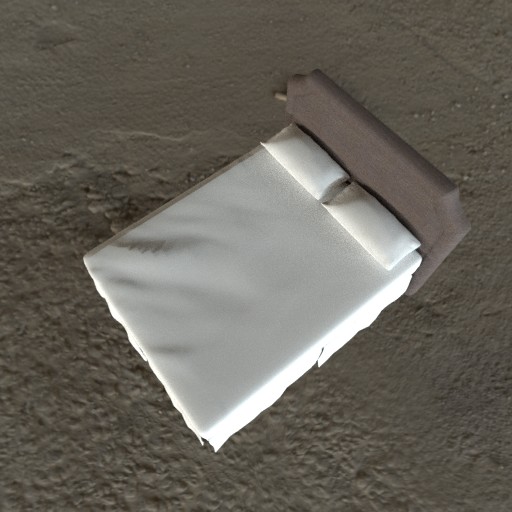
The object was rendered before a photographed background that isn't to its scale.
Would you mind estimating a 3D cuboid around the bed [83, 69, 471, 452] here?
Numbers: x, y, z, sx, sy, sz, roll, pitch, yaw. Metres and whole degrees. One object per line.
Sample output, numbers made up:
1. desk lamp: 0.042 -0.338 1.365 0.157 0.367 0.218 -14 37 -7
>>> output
1. bed: 0.000 0.000 3.143 2.116 1.290 1.693 -35 69 -16
